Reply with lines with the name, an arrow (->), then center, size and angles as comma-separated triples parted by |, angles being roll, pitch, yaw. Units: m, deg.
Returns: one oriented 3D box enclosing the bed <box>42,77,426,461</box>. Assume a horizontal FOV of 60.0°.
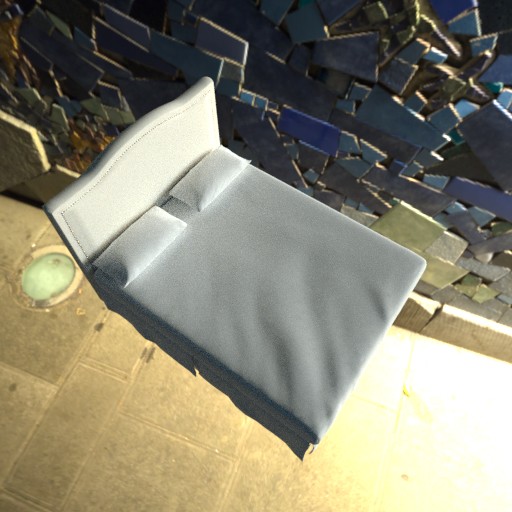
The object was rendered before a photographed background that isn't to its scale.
bed -> 0.000, 0.000, 3.457 | 2.282, 1.436, 1.821 | 32, 63, 18
